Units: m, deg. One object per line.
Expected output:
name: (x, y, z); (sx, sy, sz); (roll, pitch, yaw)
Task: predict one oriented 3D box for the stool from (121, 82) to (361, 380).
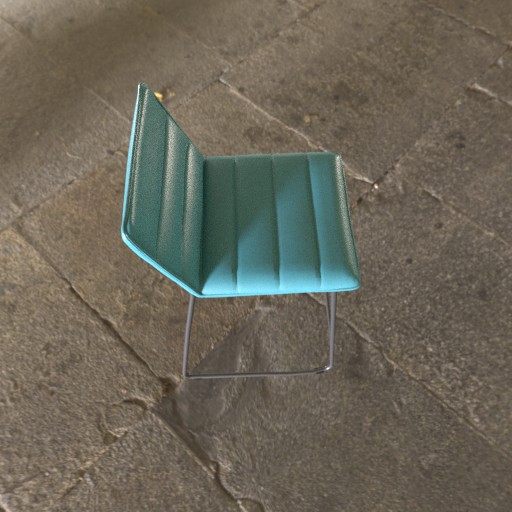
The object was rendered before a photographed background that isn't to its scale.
stool: (0.000, 0.000, 1.268); (0.524, 0.936, 0.489); (-2, 63, -1)
